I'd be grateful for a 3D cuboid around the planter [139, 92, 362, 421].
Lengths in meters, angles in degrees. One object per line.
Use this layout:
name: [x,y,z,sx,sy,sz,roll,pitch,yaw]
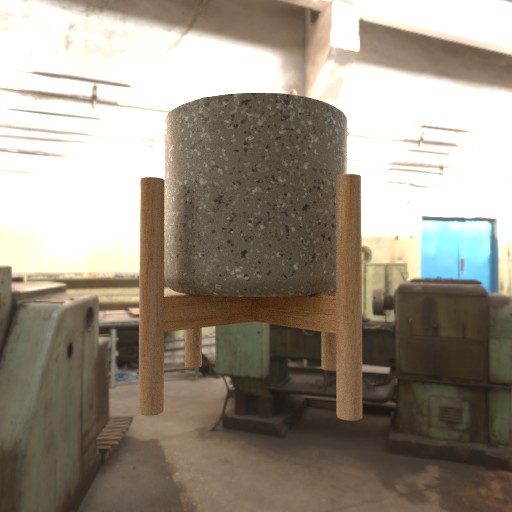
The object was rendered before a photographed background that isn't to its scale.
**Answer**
planter: [0.000,0.000,0.546,0.284,0.320,0.284,0,-1,-18]
